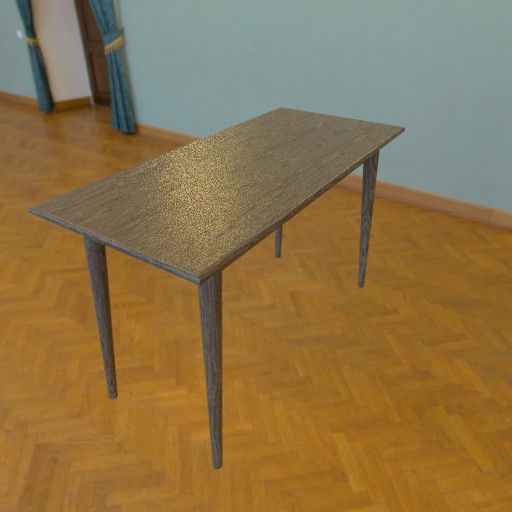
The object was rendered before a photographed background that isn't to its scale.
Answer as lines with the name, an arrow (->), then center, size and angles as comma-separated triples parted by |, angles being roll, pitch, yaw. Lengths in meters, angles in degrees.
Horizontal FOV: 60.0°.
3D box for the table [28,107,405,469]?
table -> 0.000, 0.000, 1.703 | 0.599, 0.780, 1.300 | 20, 37, 28
